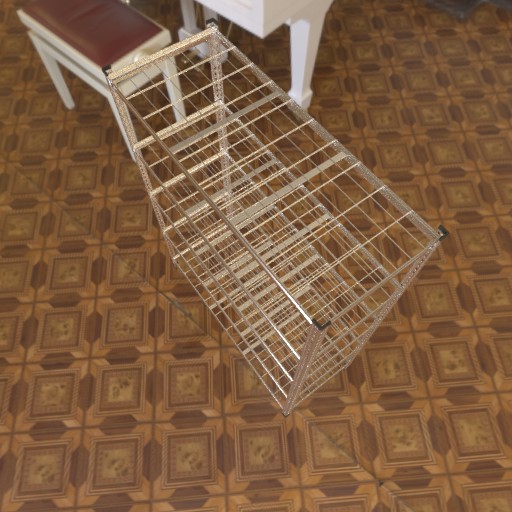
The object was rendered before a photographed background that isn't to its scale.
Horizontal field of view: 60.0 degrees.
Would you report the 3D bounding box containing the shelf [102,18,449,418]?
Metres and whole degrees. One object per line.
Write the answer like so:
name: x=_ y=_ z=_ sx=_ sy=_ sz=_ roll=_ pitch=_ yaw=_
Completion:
shelf: x=0.000 y=0.000 z=2.666 sx=0.610 sy=1.981 sz=1.524 roll=-33 pitch=67 yaw=-16
